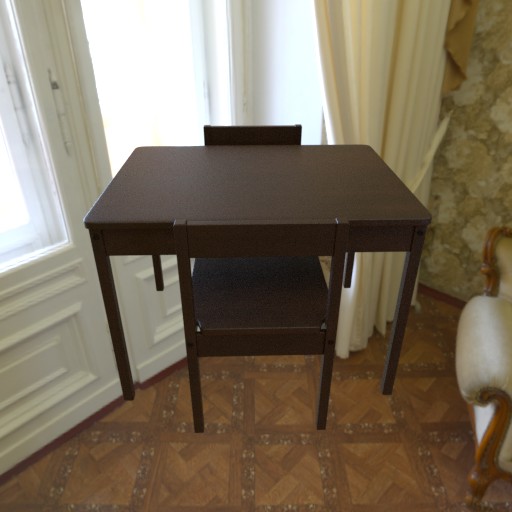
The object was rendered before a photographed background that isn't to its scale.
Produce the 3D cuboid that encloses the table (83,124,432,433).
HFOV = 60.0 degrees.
[{"bbox_3d":[0.000,0.000,1.130,0.650,0.503,0.672,-1,30,-1],"label":"table"}]
